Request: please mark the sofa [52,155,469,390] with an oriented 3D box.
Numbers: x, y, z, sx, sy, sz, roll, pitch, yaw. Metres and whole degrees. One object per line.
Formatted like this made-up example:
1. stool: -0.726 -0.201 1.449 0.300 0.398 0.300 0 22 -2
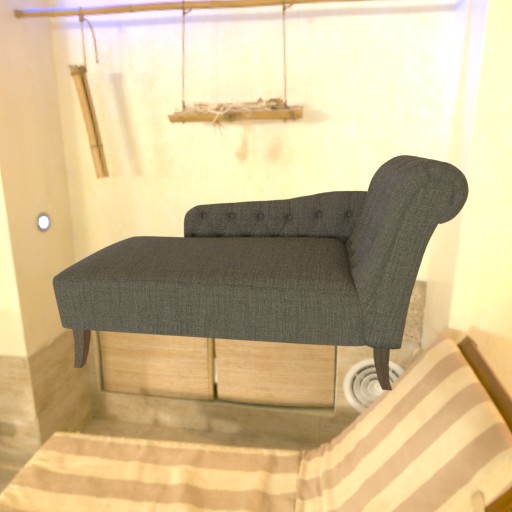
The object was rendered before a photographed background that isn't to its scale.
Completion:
1. sofa: 0.000 0.000 1.785 1.379 0.787 0.675 2 15 8
